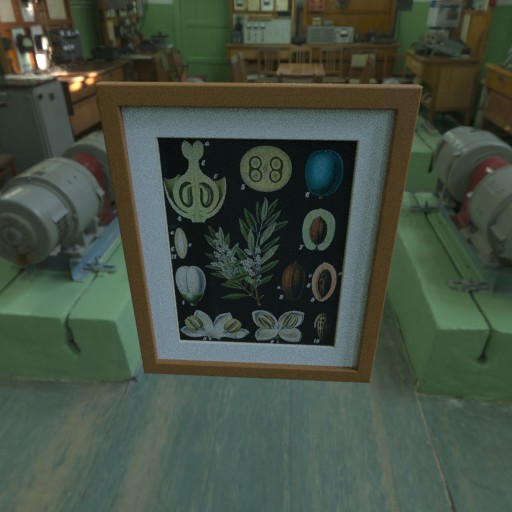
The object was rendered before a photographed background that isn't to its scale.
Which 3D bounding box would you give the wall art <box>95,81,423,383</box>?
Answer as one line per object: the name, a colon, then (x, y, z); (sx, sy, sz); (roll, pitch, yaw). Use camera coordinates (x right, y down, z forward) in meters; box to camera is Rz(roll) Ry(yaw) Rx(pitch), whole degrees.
wall art: (0.000, 0.000, 0.751); (0.449, 0.550, 0.021); (2, 30, 3)
